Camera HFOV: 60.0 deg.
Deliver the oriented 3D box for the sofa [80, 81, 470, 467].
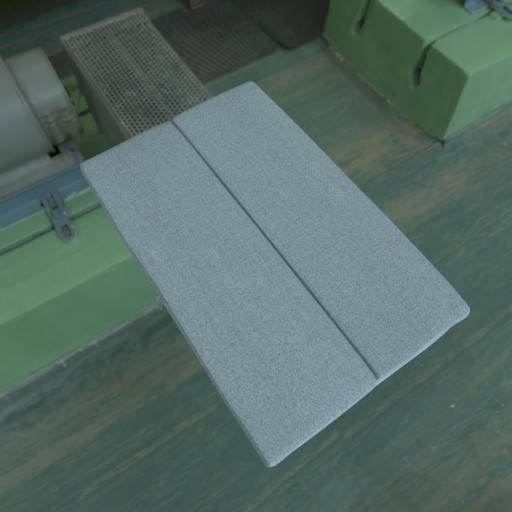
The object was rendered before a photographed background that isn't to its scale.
[{"bbox_3d":[0.000,0.000,1.674,0.817,0.434,1.250,-31,67,-15],"label":"sofa"}]
